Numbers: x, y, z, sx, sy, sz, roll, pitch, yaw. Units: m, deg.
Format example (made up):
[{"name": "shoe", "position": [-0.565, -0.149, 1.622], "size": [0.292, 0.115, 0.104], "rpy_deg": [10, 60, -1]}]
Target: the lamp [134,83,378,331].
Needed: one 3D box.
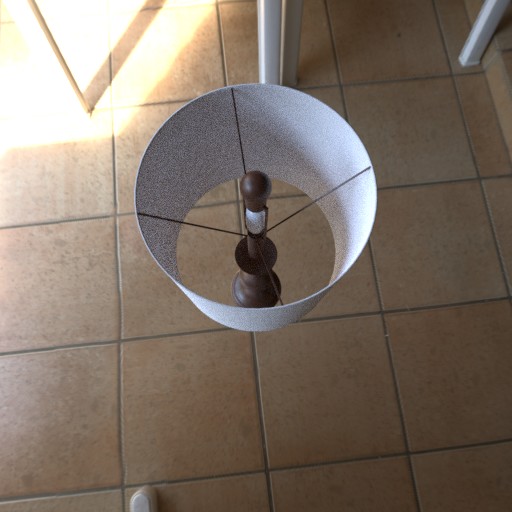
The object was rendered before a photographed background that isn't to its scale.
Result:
[{"name": "lamp", "position": [0.000, 0.000, 0.723], "size": [0.250, 0.597, 0.250], "rpy_deg": [-12, 76, -3]}]
